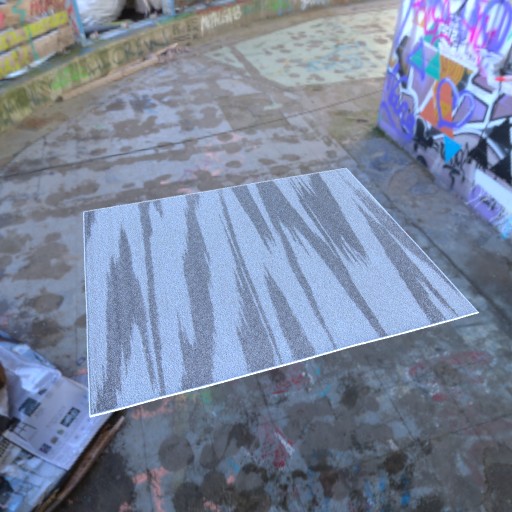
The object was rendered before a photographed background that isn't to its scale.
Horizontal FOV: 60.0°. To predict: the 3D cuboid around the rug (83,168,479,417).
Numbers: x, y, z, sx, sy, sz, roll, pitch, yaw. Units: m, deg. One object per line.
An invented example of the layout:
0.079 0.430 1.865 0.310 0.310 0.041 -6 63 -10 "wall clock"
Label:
0.000 0.000 3.984 2.945 0.014 2.353 -12 42 -13 "rug"
